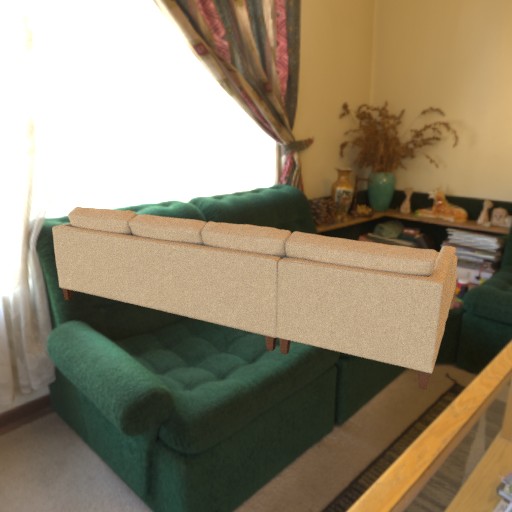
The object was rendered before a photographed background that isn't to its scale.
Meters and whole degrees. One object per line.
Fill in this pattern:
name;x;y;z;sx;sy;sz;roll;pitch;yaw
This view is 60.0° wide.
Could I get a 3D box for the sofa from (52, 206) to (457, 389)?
sofa;0.000;0.000;3.903;3.186;0.846;1.625;8;18;26
